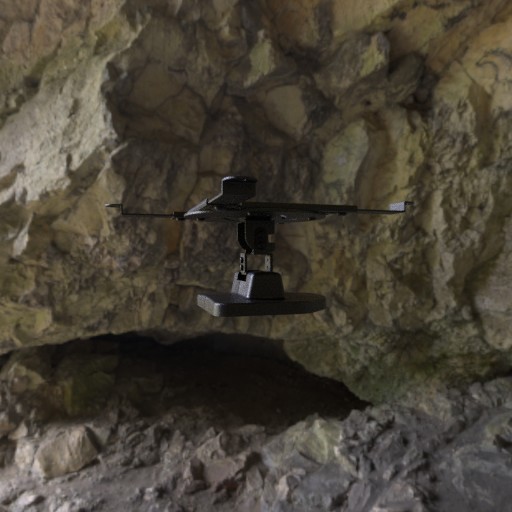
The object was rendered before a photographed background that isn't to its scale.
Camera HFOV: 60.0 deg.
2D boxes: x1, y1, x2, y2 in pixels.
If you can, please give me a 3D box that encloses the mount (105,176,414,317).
[{"bbox_3d":[0.000,0.000,0.602,0.394,0.141,0.394,0,0,-17],"label":"mount"}]
